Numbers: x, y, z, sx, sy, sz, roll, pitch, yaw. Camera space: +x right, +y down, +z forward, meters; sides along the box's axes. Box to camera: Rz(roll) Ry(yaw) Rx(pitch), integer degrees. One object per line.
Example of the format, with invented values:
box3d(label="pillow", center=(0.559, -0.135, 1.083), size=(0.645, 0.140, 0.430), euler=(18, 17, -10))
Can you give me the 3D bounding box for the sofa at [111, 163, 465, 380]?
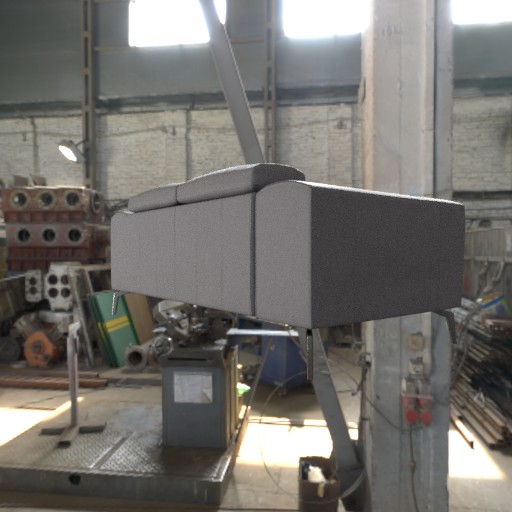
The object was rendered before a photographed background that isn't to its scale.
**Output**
box3d(label="sofa", center=(0.000, 0.000, 2.459), size=(1.003, 0.779, 1.895), euler=(-1, 1, -37))
